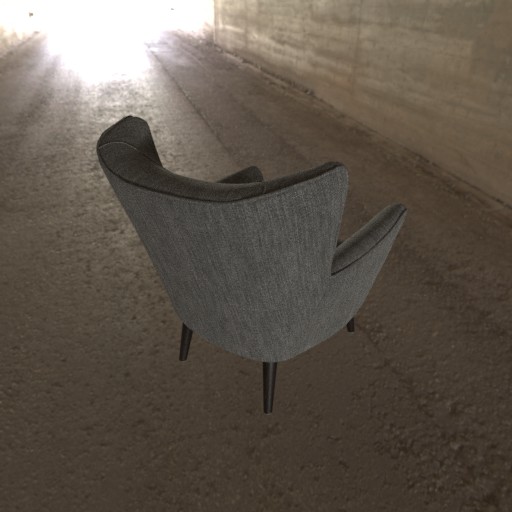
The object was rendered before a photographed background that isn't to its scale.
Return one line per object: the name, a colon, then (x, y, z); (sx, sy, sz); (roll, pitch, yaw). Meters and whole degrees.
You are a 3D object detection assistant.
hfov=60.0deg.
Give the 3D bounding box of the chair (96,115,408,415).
chair: (0.000, 0.000, 1.572); (0.781, 0.933, 0.888); (21, 37, 32)
